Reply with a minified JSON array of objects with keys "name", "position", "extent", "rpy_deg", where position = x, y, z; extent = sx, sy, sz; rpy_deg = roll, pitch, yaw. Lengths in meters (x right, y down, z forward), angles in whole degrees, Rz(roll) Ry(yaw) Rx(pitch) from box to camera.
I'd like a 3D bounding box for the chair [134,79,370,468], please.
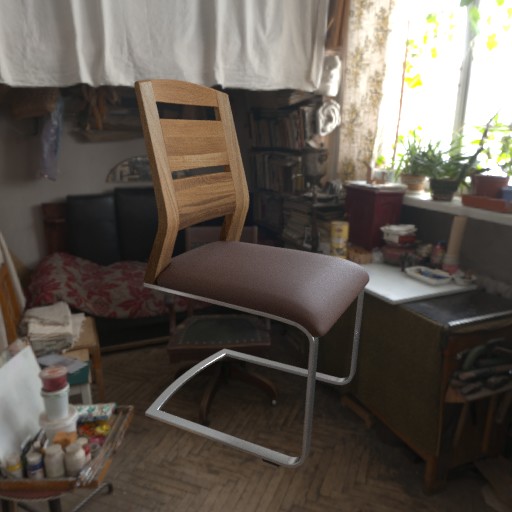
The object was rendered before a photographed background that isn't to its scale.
[{"name":"chair","position":[0.000,0.000,1.280],"extent":[0.570,0.970,0.460],"rpy_deg":[8,18,26]}]
